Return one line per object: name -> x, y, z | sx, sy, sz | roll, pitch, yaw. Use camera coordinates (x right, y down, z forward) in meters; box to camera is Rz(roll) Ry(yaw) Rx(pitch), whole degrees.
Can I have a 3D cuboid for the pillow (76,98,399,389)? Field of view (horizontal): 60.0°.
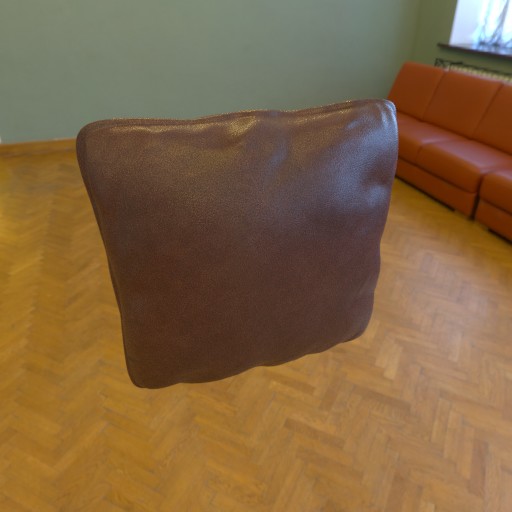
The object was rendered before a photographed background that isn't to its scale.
pillow -> 0.000, 0.000, 0.806 | 0.532, 0.523, 0.236 | -10, 33, -16
